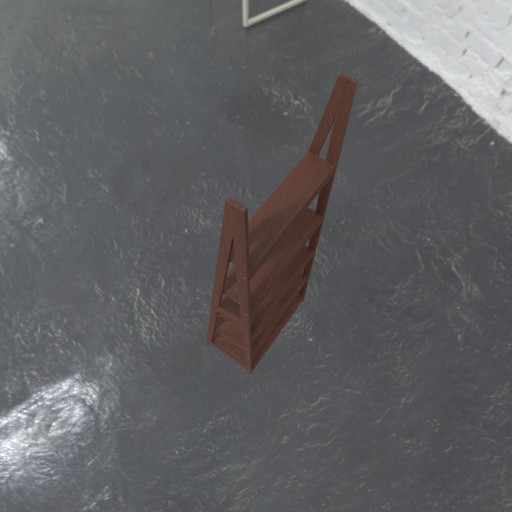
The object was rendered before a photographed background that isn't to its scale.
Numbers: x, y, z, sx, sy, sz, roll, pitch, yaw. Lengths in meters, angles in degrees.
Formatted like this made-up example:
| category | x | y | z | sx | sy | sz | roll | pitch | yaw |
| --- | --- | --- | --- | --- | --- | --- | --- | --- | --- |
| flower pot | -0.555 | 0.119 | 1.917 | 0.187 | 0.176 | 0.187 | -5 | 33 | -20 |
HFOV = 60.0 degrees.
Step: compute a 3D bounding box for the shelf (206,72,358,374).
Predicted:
| category | x | y | z | sx | sy | sz | roll | pitch | yaw |
| --- | --- | --- | --- | --- | --- | --- | --- | --- | --- |
| shelf | 0.000 | 0.000 | 2.074 | 0.350 | 1.770 | 0.600 | 32 | 67 | 16 |
